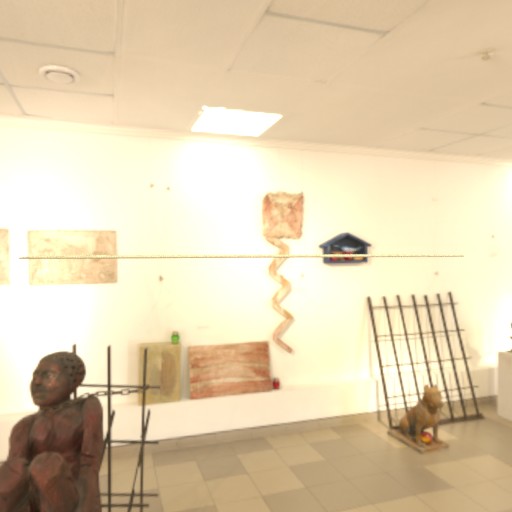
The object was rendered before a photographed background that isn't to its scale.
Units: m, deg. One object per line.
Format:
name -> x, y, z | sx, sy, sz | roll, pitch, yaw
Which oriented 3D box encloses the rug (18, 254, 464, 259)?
rug -> 0.000, 0.000, 2.670 | 2.435, 0.009, 0.750 | 0, 1, -19
